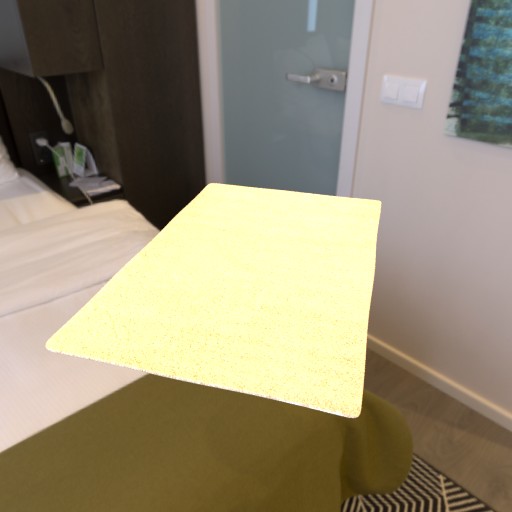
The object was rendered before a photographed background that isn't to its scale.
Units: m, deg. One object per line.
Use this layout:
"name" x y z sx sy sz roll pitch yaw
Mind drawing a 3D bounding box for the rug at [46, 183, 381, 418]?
"rug" 0.000 0.000 3.451 1.798 0.025 2.698 8 31 14
